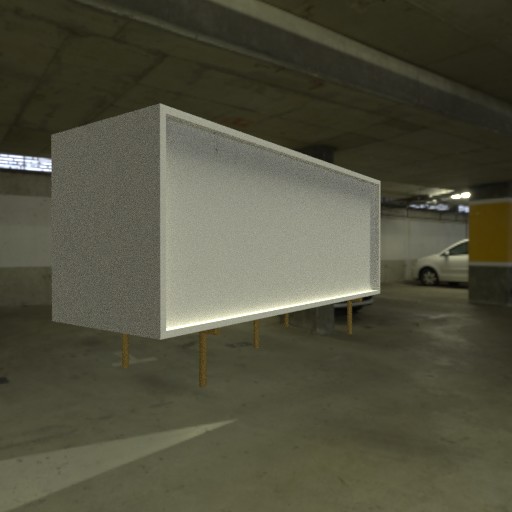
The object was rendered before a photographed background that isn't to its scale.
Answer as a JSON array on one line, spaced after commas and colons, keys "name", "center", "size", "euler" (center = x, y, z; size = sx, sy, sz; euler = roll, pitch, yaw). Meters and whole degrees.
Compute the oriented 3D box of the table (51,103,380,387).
[{"name": "table", "center": [0.000, 0.000, 1.855], "size": [0.508, 0.769, 1.500], "euler": [0, 1, 36]}]
